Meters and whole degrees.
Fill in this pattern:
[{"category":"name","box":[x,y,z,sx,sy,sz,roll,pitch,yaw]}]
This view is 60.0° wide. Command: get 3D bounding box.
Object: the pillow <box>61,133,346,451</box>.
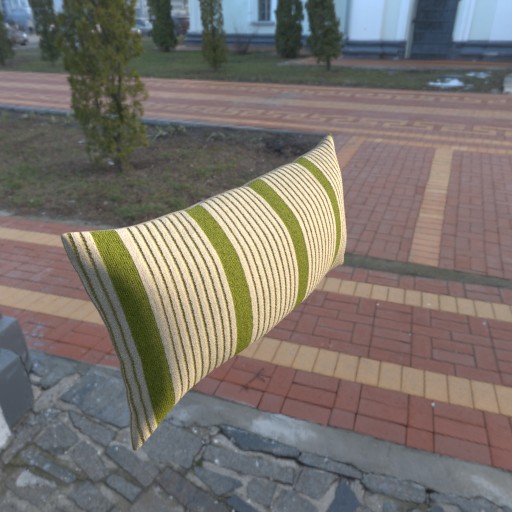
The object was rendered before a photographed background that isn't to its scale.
[{"category":"pillow","box":[0.000,0.000,0.729,0.156,0.292,0.608,19,33,31]}]
